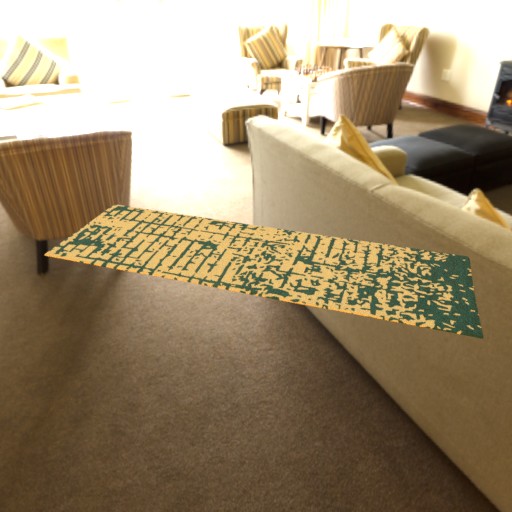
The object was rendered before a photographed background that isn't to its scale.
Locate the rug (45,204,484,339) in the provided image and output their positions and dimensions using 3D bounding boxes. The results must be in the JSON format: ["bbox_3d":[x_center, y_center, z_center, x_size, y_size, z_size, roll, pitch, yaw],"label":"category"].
[{"bbox_3d":[0.000,0.000,2.656,2.435,0.011,0.750,9,33,15],"label":"rug"}]
